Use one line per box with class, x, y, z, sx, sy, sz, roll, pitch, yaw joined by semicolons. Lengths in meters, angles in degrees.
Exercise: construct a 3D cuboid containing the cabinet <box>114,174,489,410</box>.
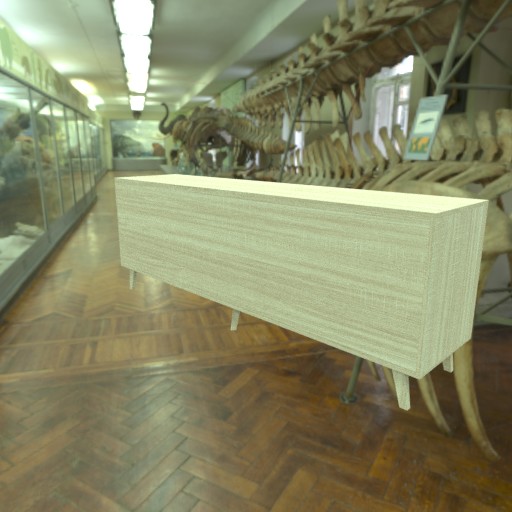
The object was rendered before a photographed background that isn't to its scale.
cabinet;0.000;0.000;2.496;0.500;0.780;2.200;-14;20;-43
